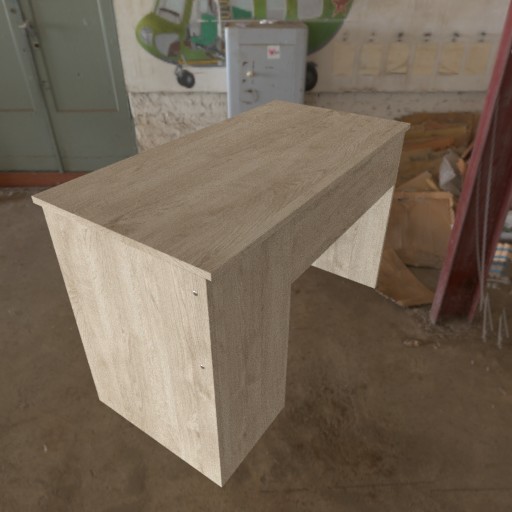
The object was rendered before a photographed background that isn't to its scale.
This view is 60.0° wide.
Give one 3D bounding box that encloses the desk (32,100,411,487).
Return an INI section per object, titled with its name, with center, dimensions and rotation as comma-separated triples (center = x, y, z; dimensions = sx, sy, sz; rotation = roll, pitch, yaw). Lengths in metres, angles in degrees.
[desk]
center = 0.000, 0.000, 1.511
dimensions = 0.560, 0.730, 1.096
rotation = 21, 39, 28
